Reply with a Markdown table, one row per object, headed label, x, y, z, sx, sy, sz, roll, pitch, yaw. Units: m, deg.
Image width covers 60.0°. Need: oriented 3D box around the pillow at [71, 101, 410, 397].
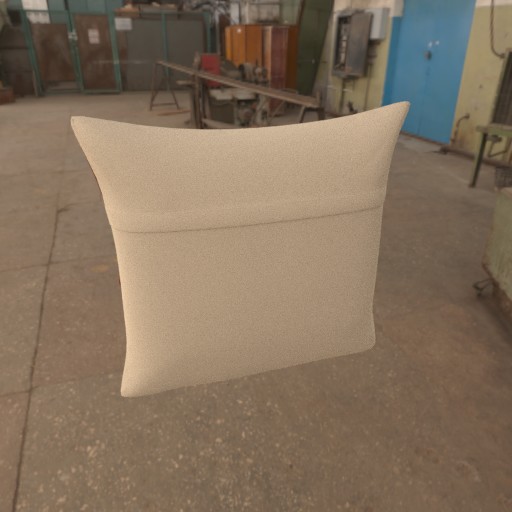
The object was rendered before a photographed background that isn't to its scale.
| label | x | y | z | sx | sy | sz | roll | pitch | yaw |
| --- | --- | --- | --- | --- | --- | --- | --- | --- | --- |
| pillow | 0.000 | 0.000 | 0.741 | 0.501 | 0.477 | 0.192 | -8 | 27 | -15 |
